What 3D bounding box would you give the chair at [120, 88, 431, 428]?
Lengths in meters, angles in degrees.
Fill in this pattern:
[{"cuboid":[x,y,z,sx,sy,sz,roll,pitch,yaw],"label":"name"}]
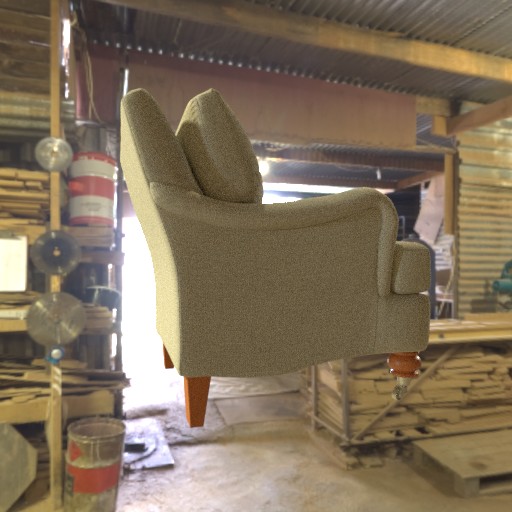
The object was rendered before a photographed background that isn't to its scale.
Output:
[{"cuboid":[0.000,0.000,1.823,1.070,1.038,0.955,0,-1,-17],"label":"chair"}]
